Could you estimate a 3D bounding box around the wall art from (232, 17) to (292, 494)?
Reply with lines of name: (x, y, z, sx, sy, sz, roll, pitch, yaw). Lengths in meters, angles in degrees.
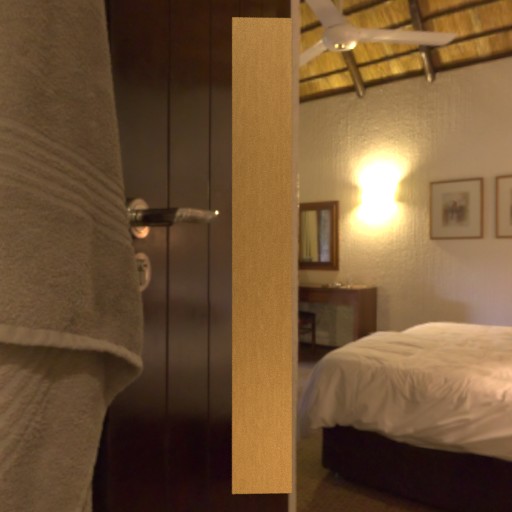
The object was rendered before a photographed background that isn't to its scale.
wall art: (0.000, 0.000, 0.436, 0.038, 0.305, 0.304, 0, 0, -1)
